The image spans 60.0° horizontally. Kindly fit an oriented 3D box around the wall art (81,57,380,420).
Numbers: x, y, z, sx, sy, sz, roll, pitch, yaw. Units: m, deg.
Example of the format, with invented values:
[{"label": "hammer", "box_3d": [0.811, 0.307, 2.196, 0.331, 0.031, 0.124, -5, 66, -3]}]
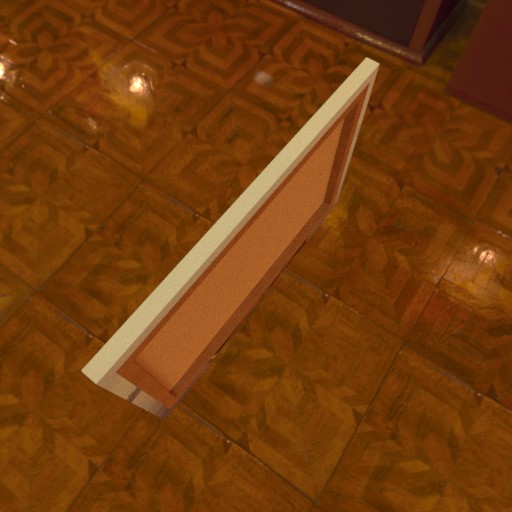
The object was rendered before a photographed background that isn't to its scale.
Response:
[{"label": "wall art", "box_3d": [0.000, 0.000, 1.160, 0.037, 0.609, 0.916, 34, 69, 15]}]
